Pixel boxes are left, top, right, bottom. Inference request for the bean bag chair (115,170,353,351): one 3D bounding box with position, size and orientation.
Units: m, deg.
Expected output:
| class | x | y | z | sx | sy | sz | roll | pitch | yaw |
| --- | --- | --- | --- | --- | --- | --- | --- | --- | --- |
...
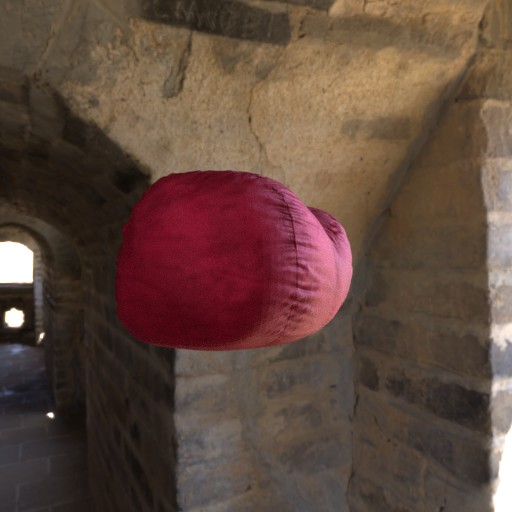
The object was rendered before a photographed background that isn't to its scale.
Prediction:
| class | x | y | z | sx | sy | sz | roll | pitch | yaw |
| --- | --- | --- | --- | --- | --- | --- | --- | --- | --- |
| bean bag chair | 0.000 | 0.000 | 2.915 | 1.216 | 0.867 | 2.293 | 0 | 0 | 17 |
